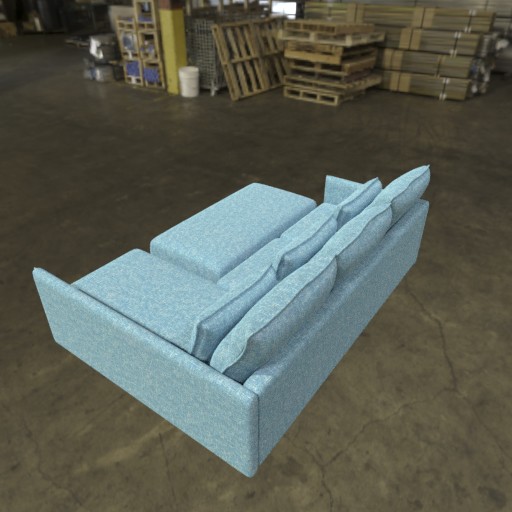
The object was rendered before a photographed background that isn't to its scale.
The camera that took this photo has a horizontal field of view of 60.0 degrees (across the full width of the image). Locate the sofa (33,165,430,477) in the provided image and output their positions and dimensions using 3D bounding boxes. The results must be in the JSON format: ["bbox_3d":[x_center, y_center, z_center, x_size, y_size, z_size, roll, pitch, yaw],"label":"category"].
[{"bbox_3d":[0.000,0.000,2.722,1.420,0.899,2.034,22,39,29],"label":"sofa"}]
